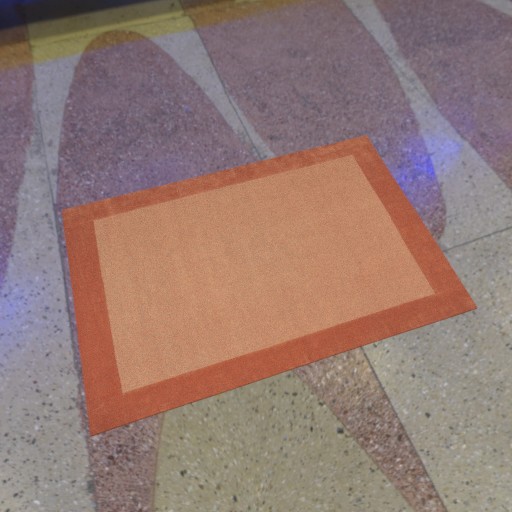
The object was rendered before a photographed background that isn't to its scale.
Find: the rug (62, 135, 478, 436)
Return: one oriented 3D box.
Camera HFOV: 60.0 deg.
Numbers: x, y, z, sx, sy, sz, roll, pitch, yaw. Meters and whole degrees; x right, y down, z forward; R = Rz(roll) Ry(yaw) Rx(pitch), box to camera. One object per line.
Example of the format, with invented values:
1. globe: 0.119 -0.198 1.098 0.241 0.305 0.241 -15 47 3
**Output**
1. rug: 0.000 0.000 2.265 1.829 0.014 1.219 -16 60 -9
